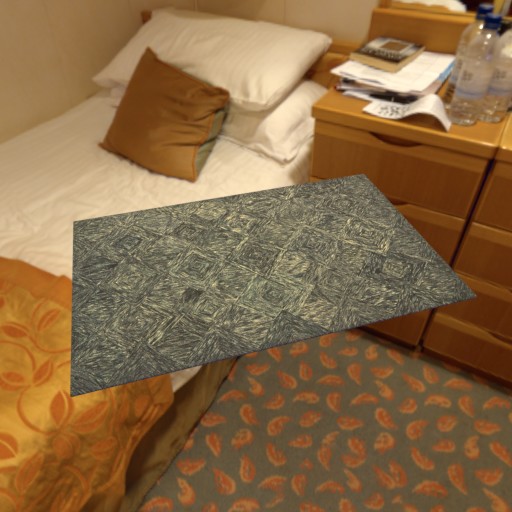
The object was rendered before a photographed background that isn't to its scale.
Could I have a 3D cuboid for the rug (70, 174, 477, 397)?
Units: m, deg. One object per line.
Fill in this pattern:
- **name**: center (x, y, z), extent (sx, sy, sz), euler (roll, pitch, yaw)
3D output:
- **rug**: center (0.000, 0.000, 2.941), extent (2.330, 0.017, 1.478), euler (-11, 43, -12)
